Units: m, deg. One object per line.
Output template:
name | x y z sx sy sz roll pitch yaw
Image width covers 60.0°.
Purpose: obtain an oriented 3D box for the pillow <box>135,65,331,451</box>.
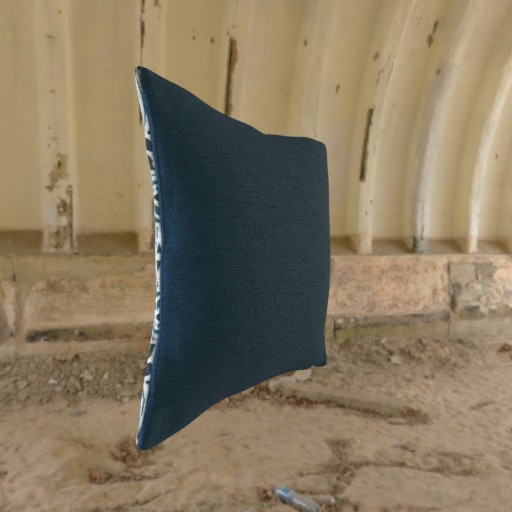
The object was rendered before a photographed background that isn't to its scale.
pillow | 0.000 0.000 0.655 0.145 0.420 0.440 1 2 36
